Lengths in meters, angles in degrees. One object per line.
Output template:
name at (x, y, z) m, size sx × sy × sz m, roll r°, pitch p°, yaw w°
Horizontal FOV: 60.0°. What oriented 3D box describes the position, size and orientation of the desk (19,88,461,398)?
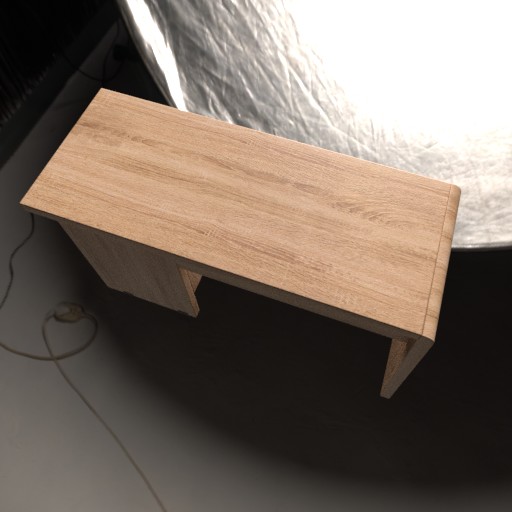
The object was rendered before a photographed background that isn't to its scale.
desk at (0.000, 0.000, 1.642) m, size 1.300 × 0.750 × 0.500 m, roll 18°, pitch 65°, yaw 9°
